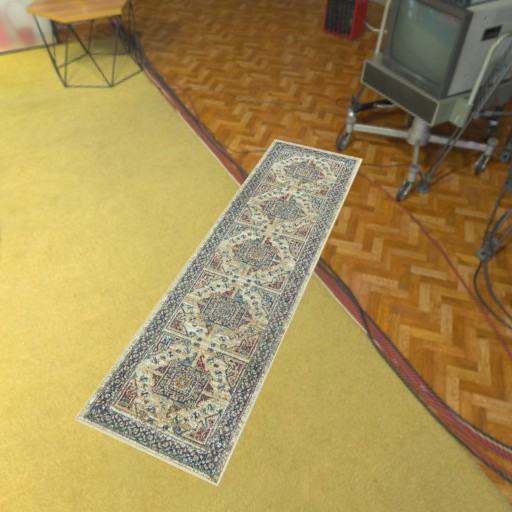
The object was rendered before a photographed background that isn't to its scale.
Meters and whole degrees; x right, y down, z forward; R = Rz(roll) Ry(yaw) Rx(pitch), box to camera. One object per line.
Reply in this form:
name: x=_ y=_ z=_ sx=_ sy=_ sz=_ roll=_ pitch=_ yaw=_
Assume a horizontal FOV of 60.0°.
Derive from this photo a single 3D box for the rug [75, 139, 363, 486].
rug: x=0.000 y=0.000 z=2.473 sx=0.661 sy=0.013 sz=2.297 roll=17 pitch=49 yaw=15
